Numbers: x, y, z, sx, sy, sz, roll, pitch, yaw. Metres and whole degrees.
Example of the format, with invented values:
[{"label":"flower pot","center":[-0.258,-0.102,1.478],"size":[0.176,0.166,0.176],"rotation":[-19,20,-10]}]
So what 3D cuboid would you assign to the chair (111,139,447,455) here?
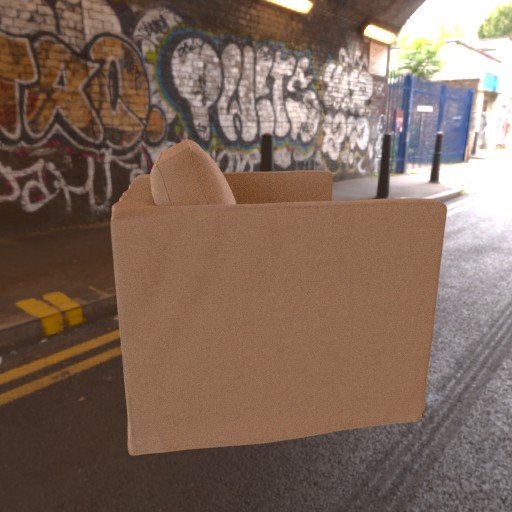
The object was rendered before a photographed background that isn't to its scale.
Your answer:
[{"label":"chair","center":[0.000,0.000,1.714],"size":[0.949,0.867,1.057],"rotation":[-3,16,-10]}]
